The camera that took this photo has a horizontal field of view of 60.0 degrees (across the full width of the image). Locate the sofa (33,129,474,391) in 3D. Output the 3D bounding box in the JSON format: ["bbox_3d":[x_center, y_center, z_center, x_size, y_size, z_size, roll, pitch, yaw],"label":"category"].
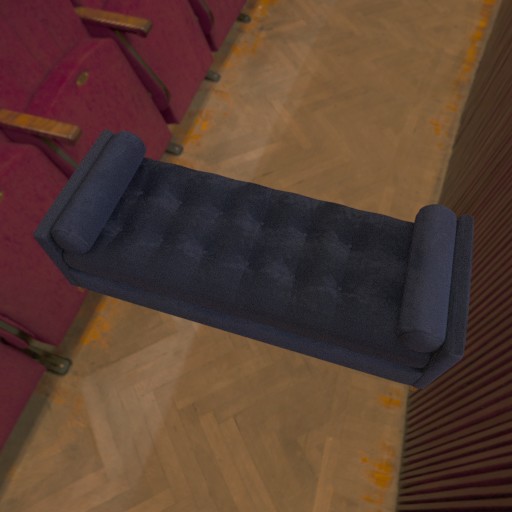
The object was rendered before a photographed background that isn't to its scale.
[{"bbox_3d":[0.000,0.000,2.460,2.102,0.705,0.796,15,61,9],"label":"sofa"}]
